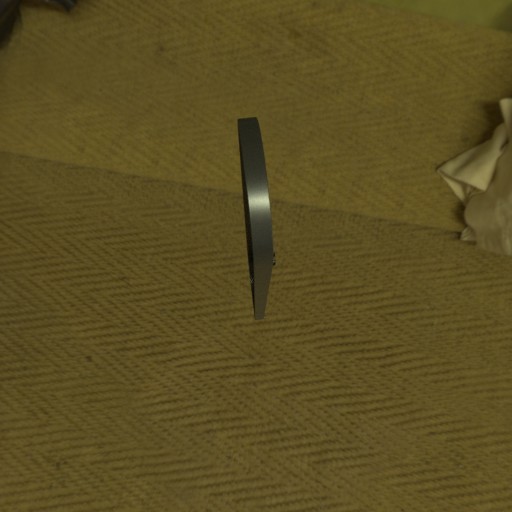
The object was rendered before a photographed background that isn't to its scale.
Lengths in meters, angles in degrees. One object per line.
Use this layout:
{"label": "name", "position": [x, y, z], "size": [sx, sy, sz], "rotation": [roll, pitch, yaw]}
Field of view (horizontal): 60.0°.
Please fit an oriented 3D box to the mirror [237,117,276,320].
{"label": "mirror", "position": [0.000, 0.000, 1.047], "size": [0.032, 0.991, 0.222], "rotation": [-6, 76, -2]}
